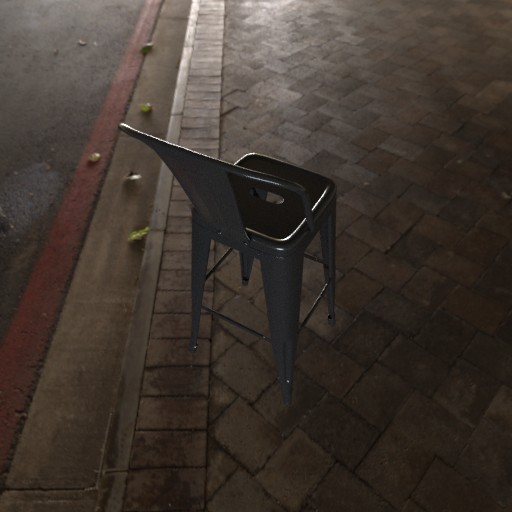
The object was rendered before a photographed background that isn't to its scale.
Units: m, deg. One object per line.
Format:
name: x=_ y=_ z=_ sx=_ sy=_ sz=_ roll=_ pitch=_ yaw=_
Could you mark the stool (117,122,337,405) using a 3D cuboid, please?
stool: x=0.000 y=0.000 z=1.306 sx=0.432 sy=1.022 sz=0.528 roll=23 pitch=51 yaw=20
